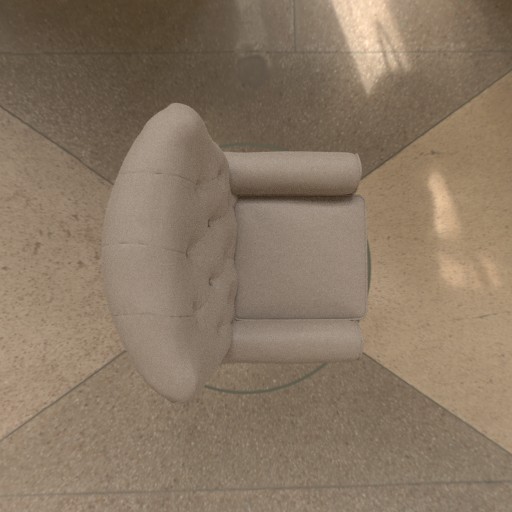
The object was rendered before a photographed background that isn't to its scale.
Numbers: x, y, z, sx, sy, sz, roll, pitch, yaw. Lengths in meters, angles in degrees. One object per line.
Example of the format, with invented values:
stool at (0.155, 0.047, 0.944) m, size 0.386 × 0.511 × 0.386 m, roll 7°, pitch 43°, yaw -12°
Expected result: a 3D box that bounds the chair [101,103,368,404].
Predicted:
chair at (0.000, 0.000, 1.961) m, size 1.041 × 1.138 × 0.999 m, roll 0°, pitch 89°, yaw -1°
